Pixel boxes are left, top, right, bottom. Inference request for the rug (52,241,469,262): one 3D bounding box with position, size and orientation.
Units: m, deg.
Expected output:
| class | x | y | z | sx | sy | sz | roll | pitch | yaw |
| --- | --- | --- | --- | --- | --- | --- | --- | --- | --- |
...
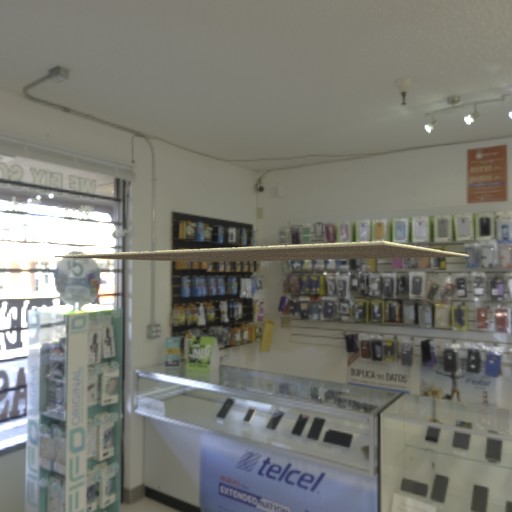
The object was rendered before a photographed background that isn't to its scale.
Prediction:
| class | x | y | z | sx | sy | sz | roll | pitch | yaw |
| --- | --- | --- | --- | --- | --- | --- | --- | --- | --- |
| rug | 0.000 | 0.000 | 3.498 | 2.746 | 0.018 | 1.819 | -2 | -3 | 36 |
